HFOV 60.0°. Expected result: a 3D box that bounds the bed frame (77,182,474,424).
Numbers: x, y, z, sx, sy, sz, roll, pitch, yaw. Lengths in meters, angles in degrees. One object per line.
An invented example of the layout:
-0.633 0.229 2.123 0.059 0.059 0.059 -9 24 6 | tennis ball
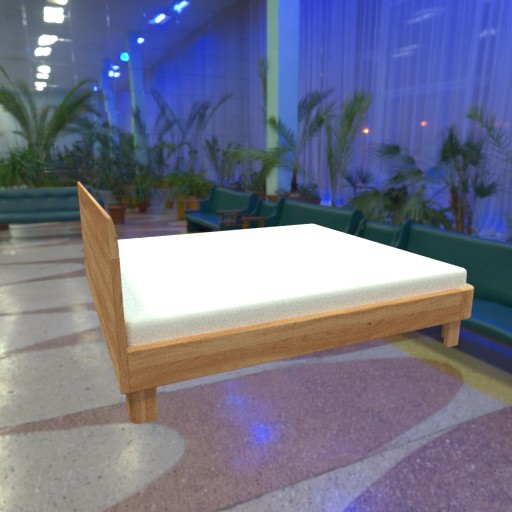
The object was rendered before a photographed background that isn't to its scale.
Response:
0.000 0.000 3.031 2.092 0.940 1.872 -6 15 -24 | bed frame
